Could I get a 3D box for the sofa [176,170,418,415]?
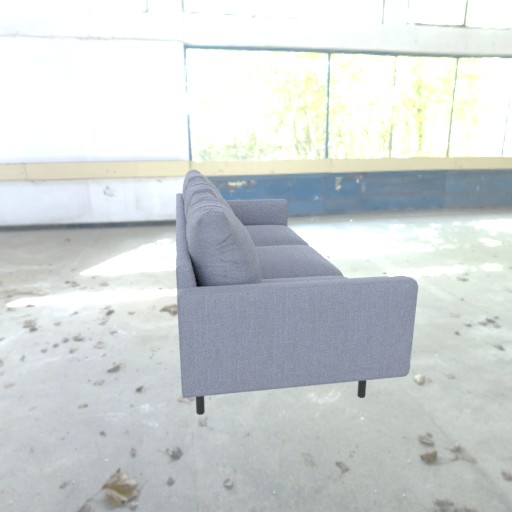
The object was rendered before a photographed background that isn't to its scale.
[{"bbox_3d":[0.000,0.000,2.453,0.850,0.830,2.000,-3,16,-9],"label":"sofa"}]
